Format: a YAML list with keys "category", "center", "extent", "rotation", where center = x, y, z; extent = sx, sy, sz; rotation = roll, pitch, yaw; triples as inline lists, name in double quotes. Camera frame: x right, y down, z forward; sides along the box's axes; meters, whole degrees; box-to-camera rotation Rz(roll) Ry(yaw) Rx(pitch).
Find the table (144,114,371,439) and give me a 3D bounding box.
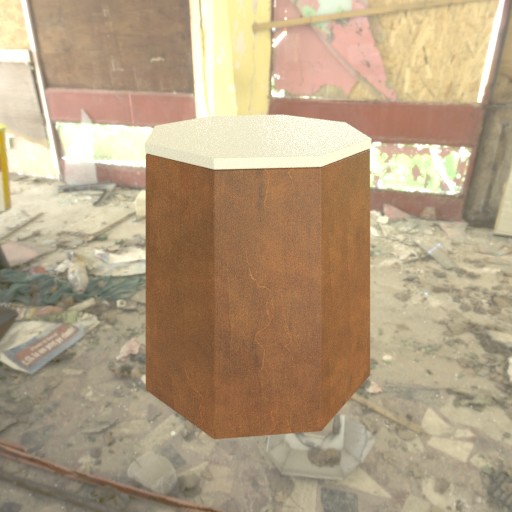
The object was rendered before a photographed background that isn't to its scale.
- category: "table"
  center: [0.000, 0.000, 0.831]
  extent: [0.439, 0.457, 0.439]
  rotation: [19, 32, 33]
